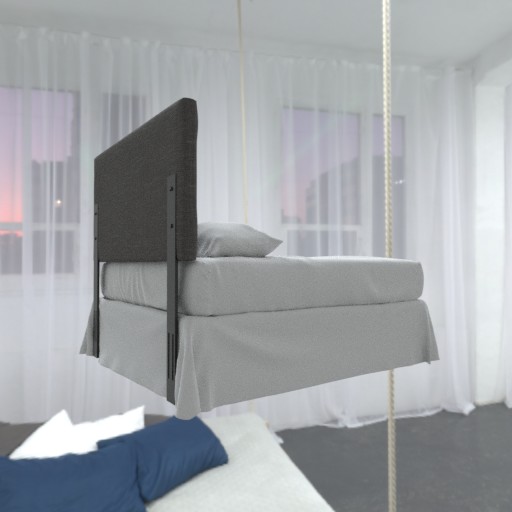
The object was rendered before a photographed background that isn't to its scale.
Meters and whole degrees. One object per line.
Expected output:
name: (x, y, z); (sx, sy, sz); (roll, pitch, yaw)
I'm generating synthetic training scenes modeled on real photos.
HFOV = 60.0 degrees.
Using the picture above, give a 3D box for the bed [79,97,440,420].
bed: (0.000, 0.000, 3.470); (2.222, 1.577, 1.936); (1, -1, -35)
